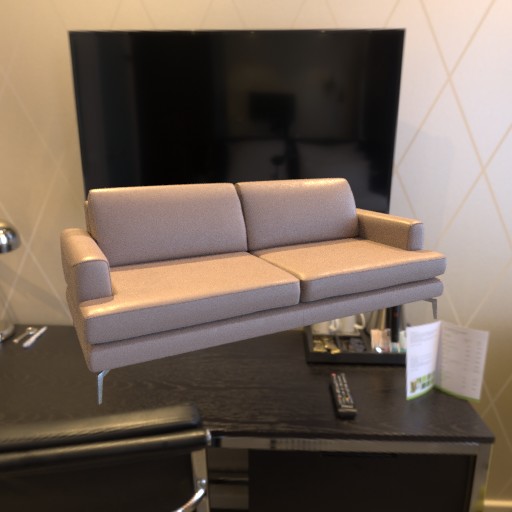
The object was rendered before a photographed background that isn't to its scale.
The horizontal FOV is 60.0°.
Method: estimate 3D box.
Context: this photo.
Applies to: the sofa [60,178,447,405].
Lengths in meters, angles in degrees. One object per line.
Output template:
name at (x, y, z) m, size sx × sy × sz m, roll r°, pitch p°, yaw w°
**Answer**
sofa at (0.000, 0.000, 2.454) m, size 1.940 × 0.765 × 0.974 m, roll -7°, pitch 16°, yaw -27°
